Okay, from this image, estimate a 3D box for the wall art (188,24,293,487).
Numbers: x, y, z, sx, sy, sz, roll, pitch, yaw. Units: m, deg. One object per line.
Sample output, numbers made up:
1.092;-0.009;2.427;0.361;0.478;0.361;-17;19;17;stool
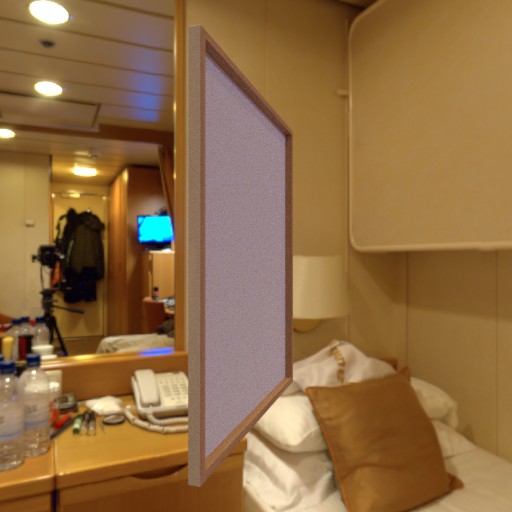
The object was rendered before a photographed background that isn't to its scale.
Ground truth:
0.000;0.000;0.973;0.021;0.710;0.609;0;0;18;wall art
